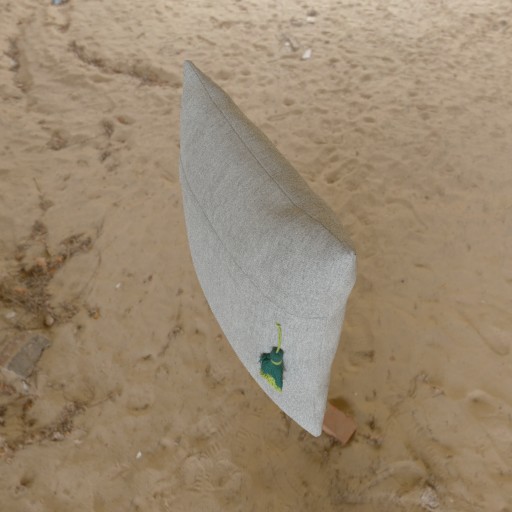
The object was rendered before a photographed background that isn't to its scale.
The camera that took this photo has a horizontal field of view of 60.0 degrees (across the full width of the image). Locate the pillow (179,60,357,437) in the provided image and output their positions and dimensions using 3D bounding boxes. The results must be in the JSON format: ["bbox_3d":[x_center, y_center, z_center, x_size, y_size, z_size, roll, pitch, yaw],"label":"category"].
[{"bbox_3d":[0.000,0.000,0.678,0.173,0.436,0.433,-19,50,-17],"label":"pillow"}]
